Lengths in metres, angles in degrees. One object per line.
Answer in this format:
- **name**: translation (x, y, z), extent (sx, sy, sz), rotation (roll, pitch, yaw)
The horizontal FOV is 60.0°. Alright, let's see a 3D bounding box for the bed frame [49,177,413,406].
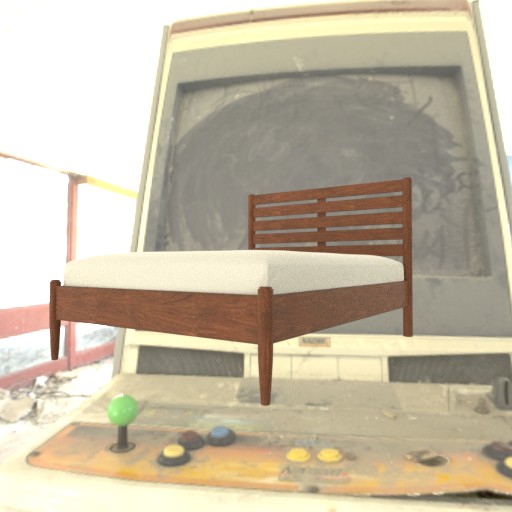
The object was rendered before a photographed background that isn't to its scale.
- **bed frame**: translation (0.000, 0.000, 3.244), extent (1.655, 1.321, 2.234), rotation (-1, -1, 34)
